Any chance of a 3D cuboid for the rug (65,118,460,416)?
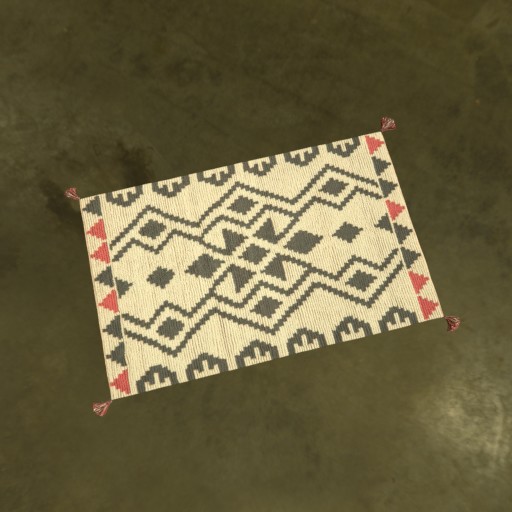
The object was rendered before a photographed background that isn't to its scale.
[{"bbox_3d":[0.000,0.000,3.291,2.672,0.066,1.741,-13,77,-3],"label":"rug"}]
